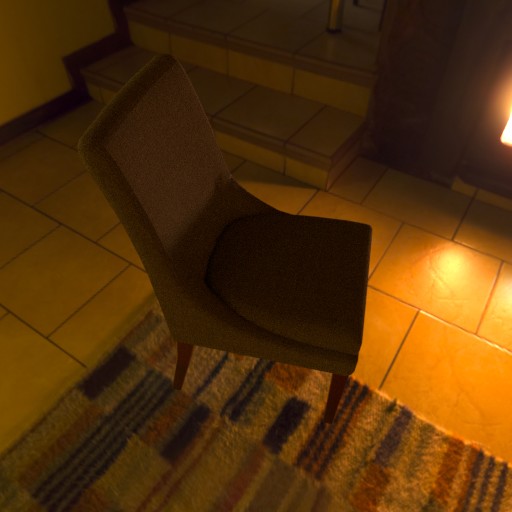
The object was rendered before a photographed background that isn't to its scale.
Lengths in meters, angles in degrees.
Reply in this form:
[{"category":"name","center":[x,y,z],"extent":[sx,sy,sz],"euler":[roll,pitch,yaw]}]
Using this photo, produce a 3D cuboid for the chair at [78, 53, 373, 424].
[{"category":"chair","center":[0.000,0.000,1.300],"extent":[0.655,0.952,0.508],"euler":[10,48,9]}]
